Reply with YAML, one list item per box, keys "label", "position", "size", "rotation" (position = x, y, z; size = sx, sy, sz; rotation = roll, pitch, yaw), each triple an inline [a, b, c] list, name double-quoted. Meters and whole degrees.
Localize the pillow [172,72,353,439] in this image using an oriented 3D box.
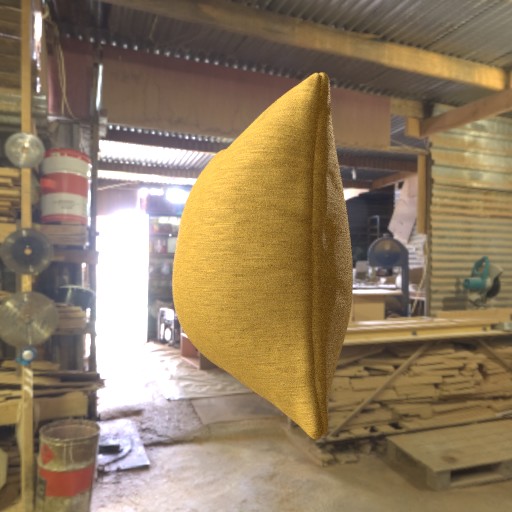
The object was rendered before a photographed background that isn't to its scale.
- label: "pillow"
  position: [0.000, 0.000, 0.696]
  size: [0.247, 0.417, 0.435]
  rotation: [0, 0, -20]
